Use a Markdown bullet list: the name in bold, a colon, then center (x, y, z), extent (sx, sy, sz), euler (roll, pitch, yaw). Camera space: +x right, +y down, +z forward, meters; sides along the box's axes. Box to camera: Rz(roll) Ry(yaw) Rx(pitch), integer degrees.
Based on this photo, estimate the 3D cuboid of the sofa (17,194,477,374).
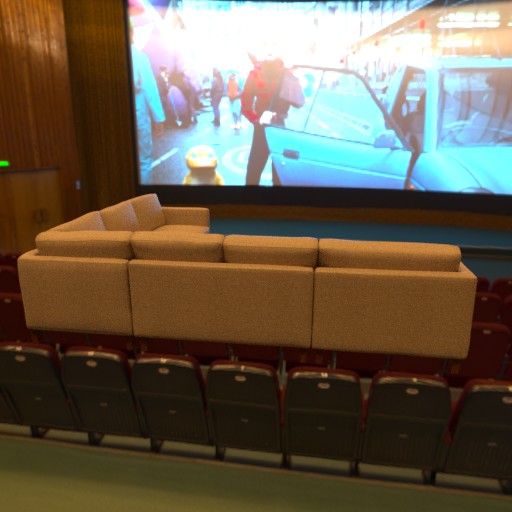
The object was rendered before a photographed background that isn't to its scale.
- **sofa**: center (0.000, 0.000, 4.506), extent (3.460, 0.961, 2.594), euler (2, 16, 8)
